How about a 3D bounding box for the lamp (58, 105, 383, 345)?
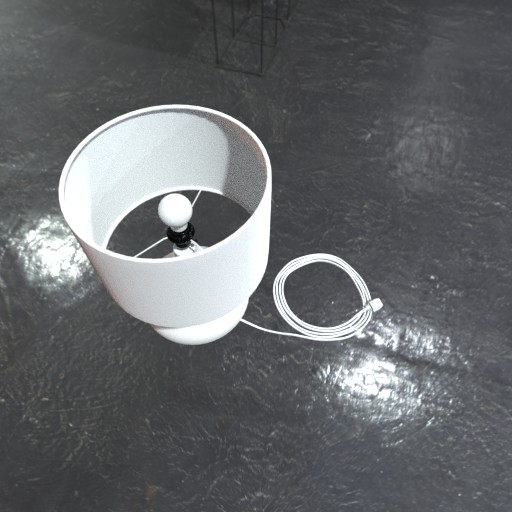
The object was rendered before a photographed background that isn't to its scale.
[{"bbox_3d":[0.000,0.000,0.836,0.546,0.457,0.401,17,59,10],"label":"lamp"}]
